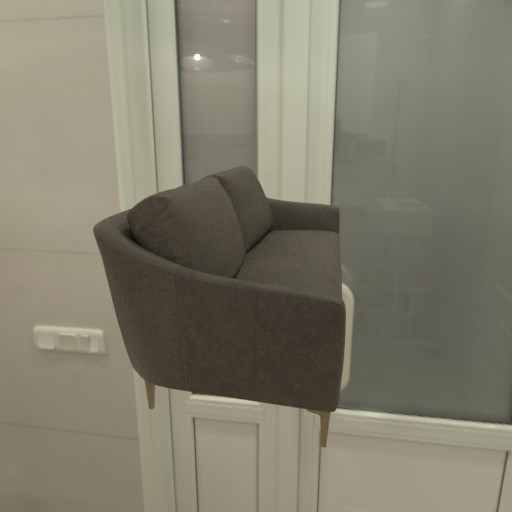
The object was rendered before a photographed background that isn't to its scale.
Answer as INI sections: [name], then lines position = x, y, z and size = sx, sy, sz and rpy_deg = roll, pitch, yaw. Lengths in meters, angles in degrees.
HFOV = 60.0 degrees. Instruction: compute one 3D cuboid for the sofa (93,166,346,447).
[sofa]
position = 0.000, 0.000, 2.497
size = 0.960, 0.902, 2.036
rpy_deg = 3, 15, 9
